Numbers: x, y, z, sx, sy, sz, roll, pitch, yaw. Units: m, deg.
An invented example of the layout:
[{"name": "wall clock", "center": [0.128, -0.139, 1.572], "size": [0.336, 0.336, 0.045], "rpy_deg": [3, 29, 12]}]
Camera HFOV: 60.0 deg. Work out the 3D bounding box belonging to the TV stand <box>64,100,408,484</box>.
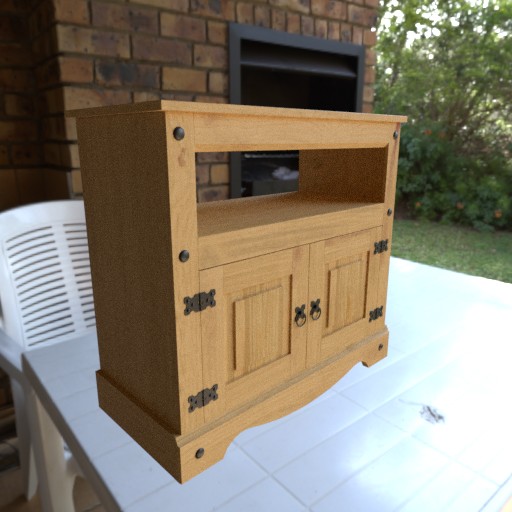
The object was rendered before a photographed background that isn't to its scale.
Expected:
[{"name": "TV stand", "center": [0.000, 0.000, 1.287], "size": [0.851, 0.787, 0.430], "rpy_deg": [-14, 20, -42]}]
